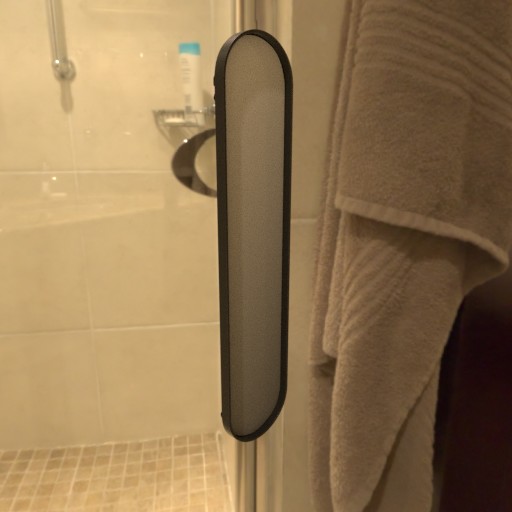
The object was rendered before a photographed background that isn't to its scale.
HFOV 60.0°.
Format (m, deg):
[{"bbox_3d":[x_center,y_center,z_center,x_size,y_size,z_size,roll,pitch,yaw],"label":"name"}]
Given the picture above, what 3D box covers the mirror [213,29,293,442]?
[{"bbox_3d":[0.000,0.000,1.069,0.032,0.991,0.222,13,20,42],"label":"mirror"}]
